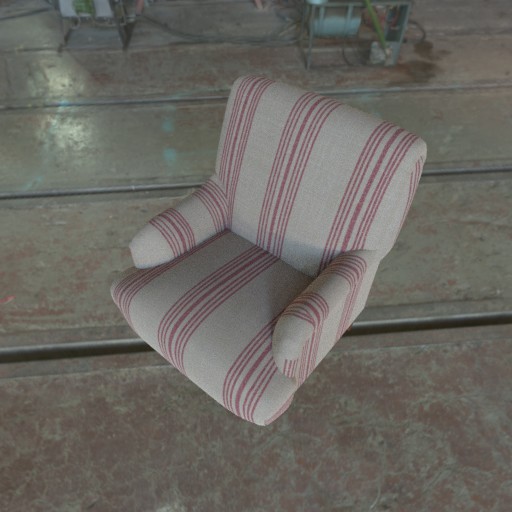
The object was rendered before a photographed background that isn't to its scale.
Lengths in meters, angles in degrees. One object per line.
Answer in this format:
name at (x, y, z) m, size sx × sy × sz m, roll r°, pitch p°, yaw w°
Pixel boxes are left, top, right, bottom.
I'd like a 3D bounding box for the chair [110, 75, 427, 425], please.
chair at (0.000, 0.000, 1.929) m, size 0.933 × 1.123 × 1.058 m, roll 31°, pitch 54°, yaw 26°
